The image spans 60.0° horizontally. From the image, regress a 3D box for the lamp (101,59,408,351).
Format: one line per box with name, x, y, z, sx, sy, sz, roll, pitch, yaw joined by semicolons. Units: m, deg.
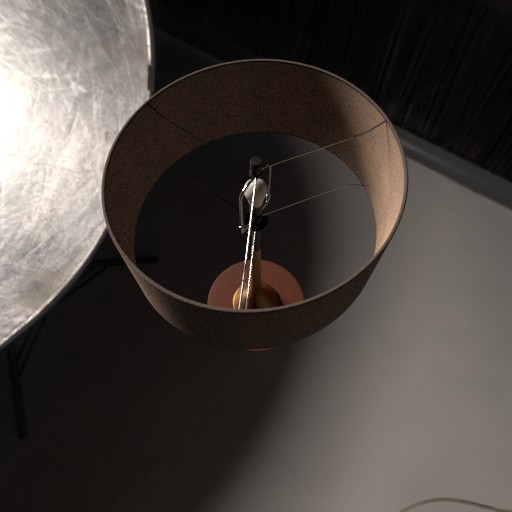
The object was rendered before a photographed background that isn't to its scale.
lamp;0.000;0.000;0.824;0.396;0.551;0.417;32;67;15
